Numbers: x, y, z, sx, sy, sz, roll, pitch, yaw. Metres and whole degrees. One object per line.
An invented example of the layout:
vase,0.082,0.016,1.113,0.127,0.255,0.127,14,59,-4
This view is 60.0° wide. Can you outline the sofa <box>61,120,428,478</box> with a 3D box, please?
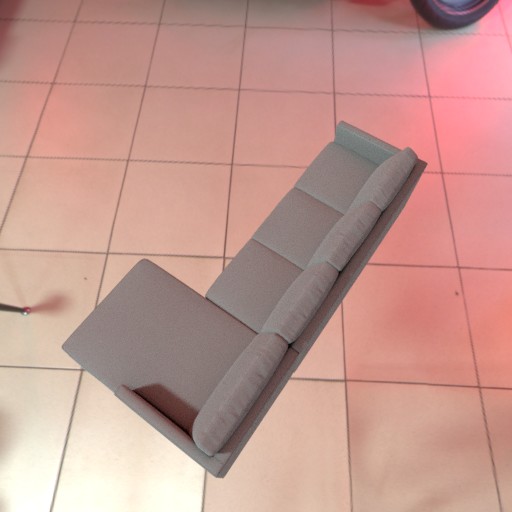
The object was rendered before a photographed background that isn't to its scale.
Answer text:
sofa,0.000,0.000,3.895,1.622,0.867,3.177,32,67,15
